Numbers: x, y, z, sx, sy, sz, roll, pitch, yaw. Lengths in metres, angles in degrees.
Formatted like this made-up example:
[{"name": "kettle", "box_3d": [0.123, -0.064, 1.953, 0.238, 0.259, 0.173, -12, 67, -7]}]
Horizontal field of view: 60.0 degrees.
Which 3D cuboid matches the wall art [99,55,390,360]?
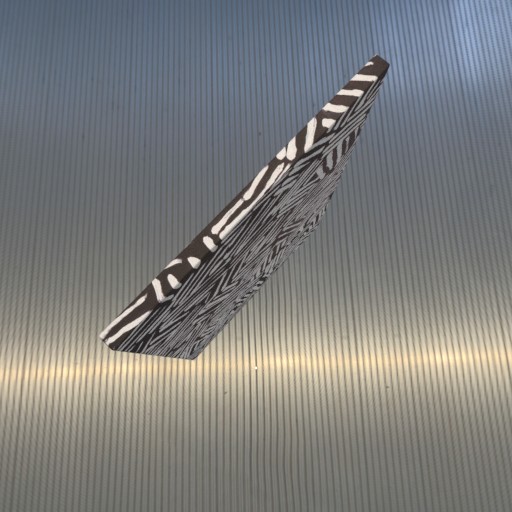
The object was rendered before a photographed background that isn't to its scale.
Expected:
[{"name": "wall art", "box_3d": [0.000, 0.000, 1.318, 0.038, 1.017, 0.765, 41, 79, 9]}]
